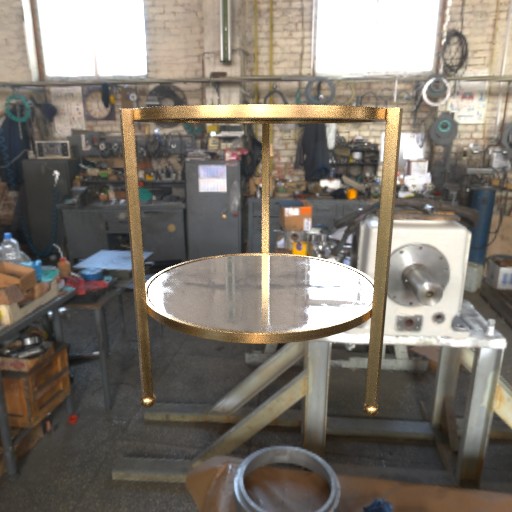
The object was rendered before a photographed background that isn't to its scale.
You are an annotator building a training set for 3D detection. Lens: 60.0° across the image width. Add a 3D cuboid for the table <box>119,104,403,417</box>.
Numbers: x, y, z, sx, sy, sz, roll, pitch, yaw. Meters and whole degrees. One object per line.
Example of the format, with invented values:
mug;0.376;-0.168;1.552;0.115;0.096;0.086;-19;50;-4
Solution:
table;0.000;0.000;0.435;0.243;0.269;0.231;-8;17;-25
